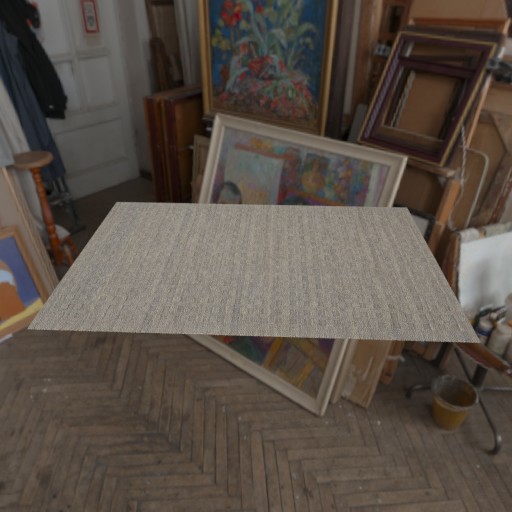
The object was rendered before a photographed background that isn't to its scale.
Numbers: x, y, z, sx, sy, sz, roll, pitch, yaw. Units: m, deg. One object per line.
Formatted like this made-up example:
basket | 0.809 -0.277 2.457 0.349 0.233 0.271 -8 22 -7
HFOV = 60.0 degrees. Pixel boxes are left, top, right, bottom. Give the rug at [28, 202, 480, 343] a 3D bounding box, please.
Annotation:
rug | 0.000 0.000 2.194 1.752 0.006 1.142 1 33 2
